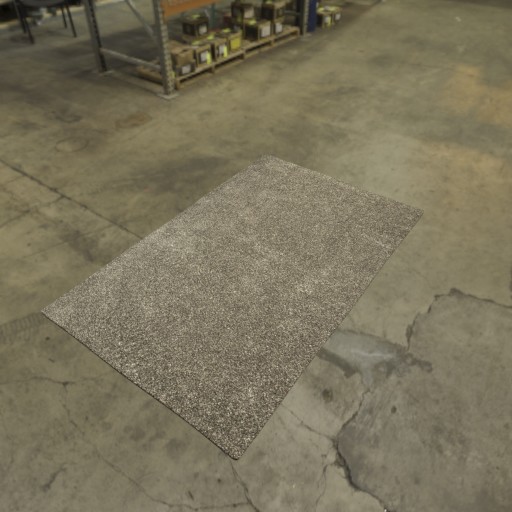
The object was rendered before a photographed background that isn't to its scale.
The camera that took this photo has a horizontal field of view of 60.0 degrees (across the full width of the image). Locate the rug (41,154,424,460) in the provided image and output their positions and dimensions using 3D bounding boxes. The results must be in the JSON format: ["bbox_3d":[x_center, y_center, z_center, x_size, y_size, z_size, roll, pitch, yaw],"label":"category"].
[{"bbox_3d":[0.000,0.000,3.038,1.502,0.025,2.350,26,48,26],"label":"rug"}]
